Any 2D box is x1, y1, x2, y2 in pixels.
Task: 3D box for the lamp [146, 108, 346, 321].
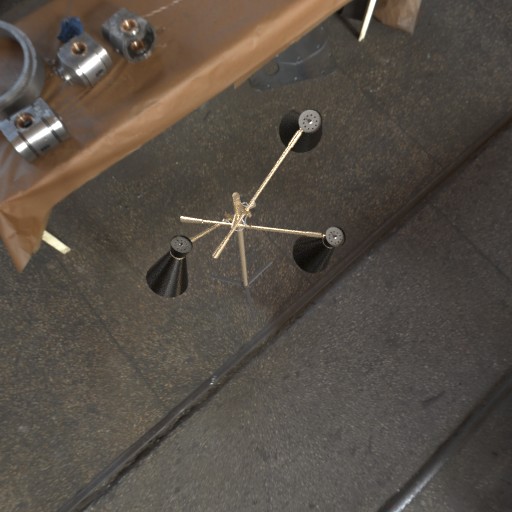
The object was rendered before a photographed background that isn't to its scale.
[{"bbox_3d":[0.000,0.000,2.167,0.653,1.804,0.750,15,75,4],"label":"lamp"}]
